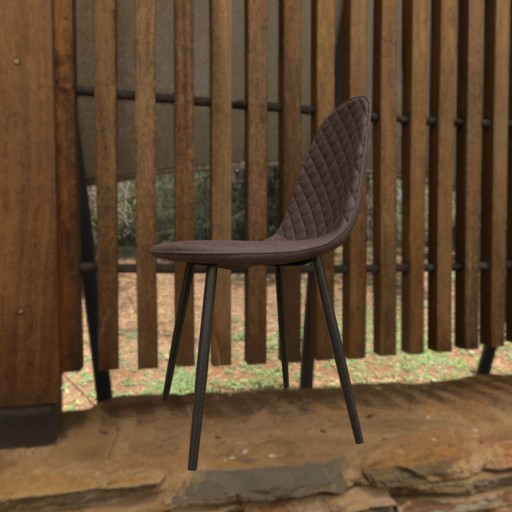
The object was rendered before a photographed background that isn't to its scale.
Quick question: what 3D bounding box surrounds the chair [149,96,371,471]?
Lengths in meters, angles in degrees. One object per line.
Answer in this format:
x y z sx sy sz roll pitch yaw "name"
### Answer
0.000 0.000 1.205 0.561 0.889 0.472 0 1 -19 "chair"
